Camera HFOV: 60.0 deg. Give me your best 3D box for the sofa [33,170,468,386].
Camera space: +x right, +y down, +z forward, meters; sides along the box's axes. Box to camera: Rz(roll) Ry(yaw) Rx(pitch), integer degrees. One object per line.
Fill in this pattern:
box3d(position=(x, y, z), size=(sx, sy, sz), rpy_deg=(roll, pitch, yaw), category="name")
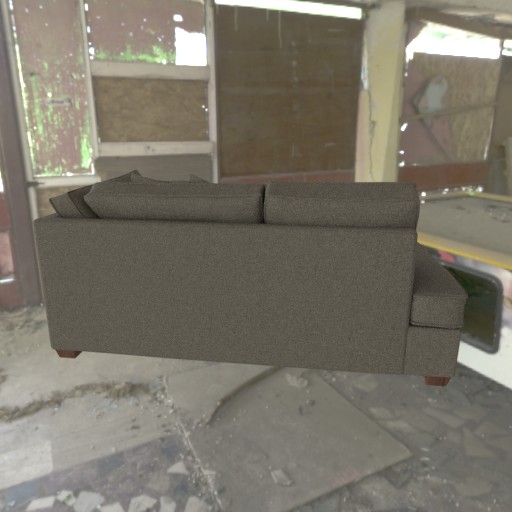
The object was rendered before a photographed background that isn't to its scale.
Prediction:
box3d(position=(0.000, 0.000, 2.774), size=(2.237, 1.033, 1.110), rpy_deg=(2, 17, 8), category="sofa")
